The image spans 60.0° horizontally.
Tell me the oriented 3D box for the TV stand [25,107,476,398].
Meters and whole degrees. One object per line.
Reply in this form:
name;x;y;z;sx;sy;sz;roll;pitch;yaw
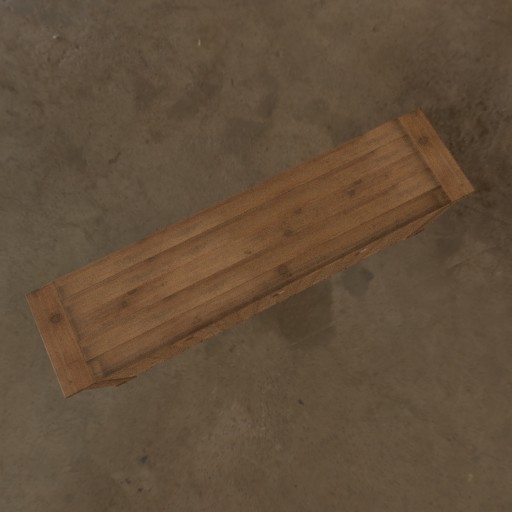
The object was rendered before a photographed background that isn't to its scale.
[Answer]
TV stand;0.000;0.000;2.051;1.804;0.573;0.453;-26;78;-6
